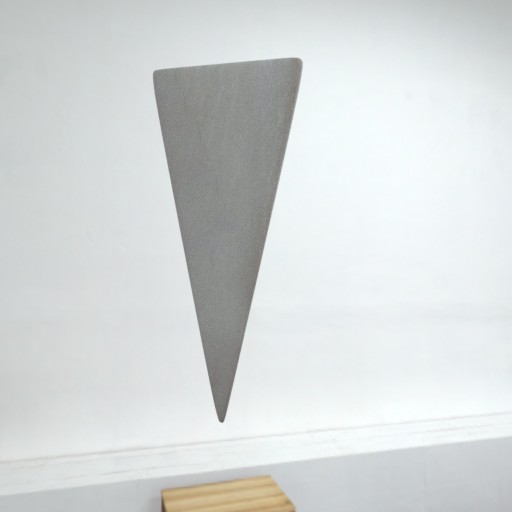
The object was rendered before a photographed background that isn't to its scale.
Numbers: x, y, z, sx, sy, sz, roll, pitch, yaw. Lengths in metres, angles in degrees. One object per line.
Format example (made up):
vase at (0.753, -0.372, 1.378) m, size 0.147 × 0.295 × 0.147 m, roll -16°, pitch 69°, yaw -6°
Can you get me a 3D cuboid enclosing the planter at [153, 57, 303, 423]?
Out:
planter at (0.000, 0.000, 0.155) m, size 0.058 × 0.130 × 0.047 m, roll 0°, pitch 0°, yaw -36°
